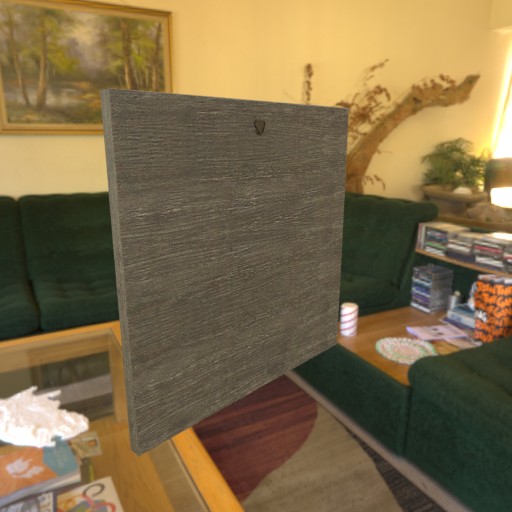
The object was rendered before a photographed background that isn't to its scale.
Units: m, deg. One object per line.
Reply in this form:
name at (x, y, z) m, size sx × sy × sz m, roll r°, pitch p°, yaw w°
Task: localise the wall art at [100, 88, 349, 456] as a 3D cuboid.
wall art at (0.000, 0.000, 0.693) m, size 0.027 × 0.459 × 0.462 m, roll 14°, pitch 20°, yaw 42°
